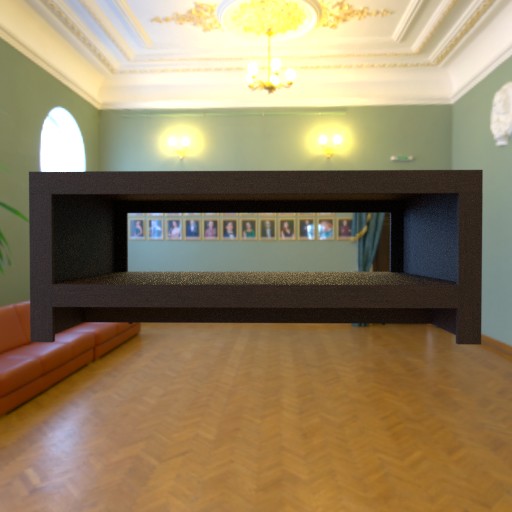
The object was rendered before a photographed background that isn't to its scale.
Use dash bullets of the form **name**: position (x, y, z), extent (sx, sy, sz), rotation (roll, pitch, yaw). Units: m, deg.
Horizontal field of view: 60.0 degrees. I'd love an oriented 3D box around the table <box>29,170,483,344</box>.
- **table**: position (0.000, 0.000, 1.375), extent (1.099, 0.424, 0.597), rotation (0, 1, 1)
